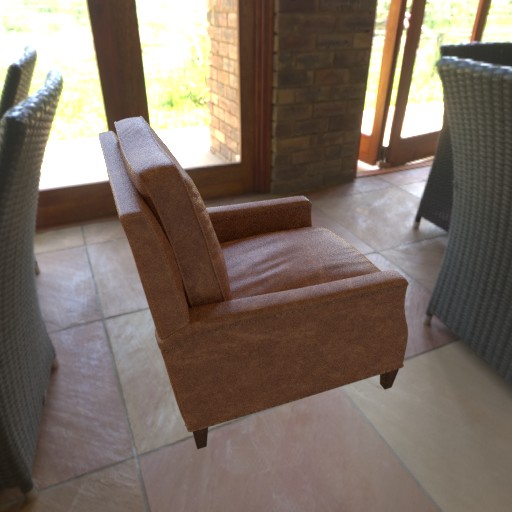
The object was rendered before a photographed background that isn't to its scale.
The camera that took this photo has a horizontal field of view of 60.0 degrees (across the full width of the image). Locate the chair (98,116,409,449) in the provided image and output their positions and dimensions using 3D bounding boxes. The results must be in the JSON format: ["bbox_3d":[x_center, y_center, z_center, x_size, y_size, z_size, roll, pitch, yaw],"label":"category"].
[{"bbox_3d":[0.000,0.000,1.805,1.035,1.054,0.854,-11,32,-18],"label":"chair"}]
